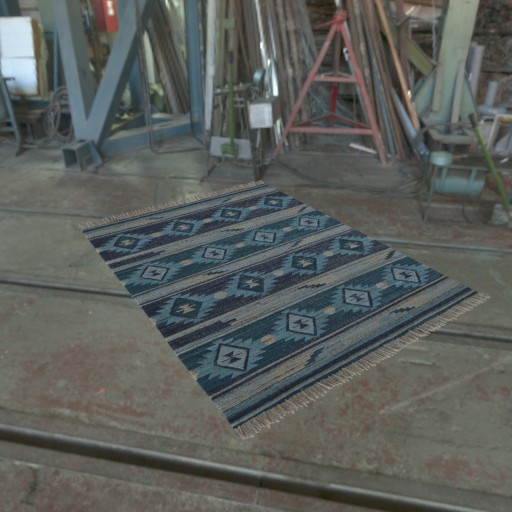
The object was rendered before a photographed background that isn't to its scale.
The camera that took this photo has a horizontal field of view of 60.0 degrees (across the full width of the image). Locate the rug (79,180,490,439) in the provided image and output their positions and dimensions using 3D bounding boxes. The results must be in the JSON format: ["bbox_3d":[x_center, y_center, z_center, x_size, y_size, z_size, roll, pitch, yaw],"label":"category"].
[{"bbox_3d":[0.000,0.000,4.205,2.418,0.047,3.307,-19,35,-29],"label":"rug"}]
